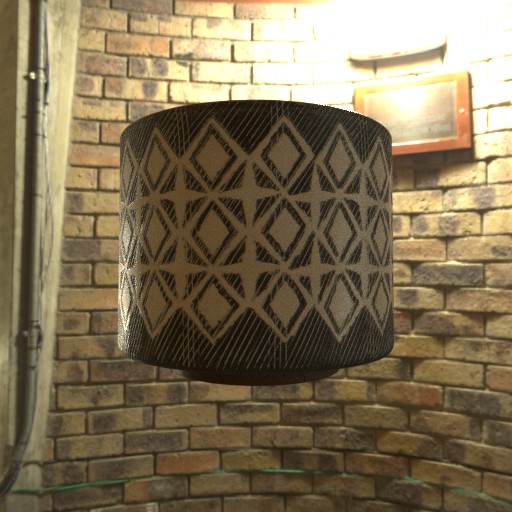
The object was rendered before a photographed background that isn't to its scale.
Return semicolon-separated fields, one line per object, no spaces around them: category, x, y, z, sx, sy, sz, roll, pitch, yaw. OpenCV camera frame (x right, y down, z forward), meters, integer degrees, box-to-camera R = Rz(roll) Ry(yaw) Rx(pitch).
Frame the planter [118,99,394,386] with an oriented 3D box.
planter;0.000;0.000;0.214;0.126;0.104;0.126;0;-2;0
